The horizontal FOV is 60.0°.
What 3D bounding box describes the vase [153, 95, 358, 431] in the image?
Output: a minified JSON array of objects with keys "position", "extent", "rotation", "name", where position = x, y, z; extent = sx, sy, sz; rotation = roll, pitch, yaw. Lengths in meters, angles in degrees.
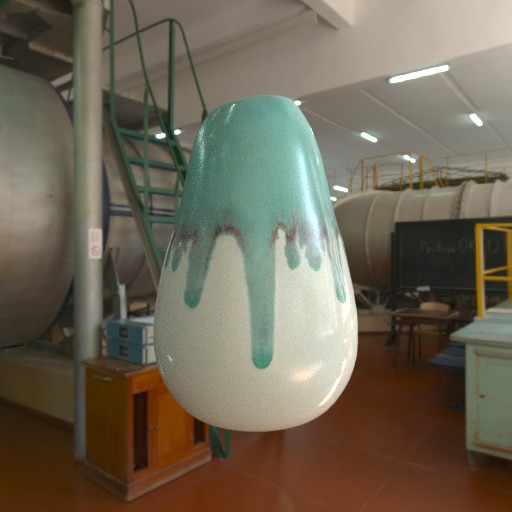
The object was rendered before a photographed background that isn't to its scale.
[{"position":[0.000,0.000,0.257],"extent":[0.116,0.179,0.116],"rotation":[0,1,0],"name":"vase"}]
